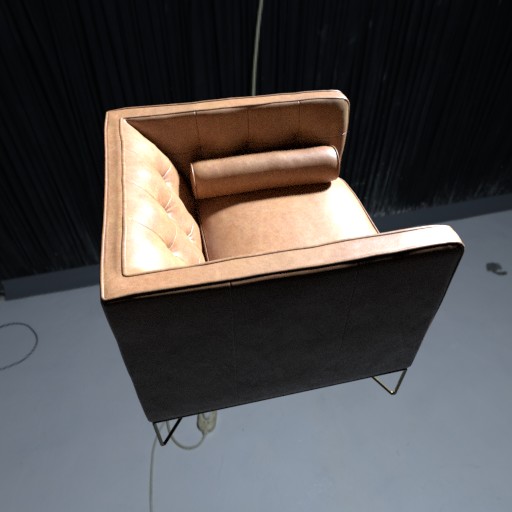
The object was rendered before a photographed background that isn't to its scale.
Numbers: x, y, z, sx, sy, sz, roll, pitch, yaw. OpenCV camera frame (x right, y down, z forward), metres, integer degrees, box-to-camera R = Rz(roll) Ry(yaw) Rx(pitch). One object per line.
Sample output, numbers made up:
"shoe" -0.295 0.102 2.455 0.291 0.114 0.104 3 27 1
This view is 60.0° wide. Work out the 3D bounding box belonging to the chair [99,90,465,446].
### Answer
"chair" 0.000 0.000 1.609 0.912 0.797 0.920 -9 46 -9
